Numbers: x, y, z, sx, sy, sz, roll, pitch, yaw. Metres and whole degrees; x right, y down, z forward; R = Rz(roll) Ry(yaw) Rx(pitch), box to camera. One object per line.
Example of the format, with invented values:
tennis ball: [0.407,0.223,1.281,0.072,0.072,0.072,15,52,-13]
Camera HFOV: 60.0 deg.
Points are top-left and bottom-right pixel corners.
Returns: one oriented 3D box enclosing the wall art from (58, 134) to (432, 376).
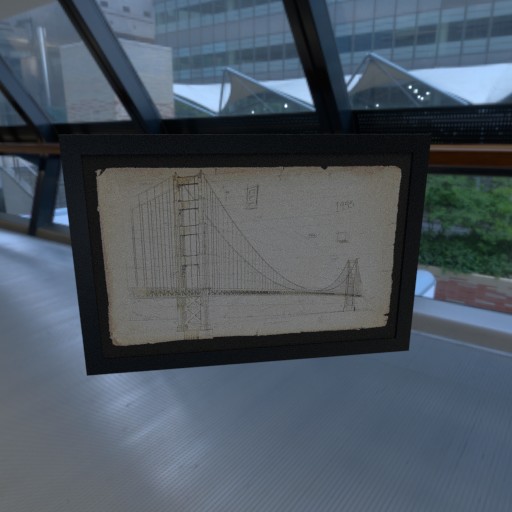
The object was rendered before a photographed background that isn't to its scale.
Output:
wall art: [0.000,0.000,0.845,0.660,0.447,0.013,-2,16,-8]
